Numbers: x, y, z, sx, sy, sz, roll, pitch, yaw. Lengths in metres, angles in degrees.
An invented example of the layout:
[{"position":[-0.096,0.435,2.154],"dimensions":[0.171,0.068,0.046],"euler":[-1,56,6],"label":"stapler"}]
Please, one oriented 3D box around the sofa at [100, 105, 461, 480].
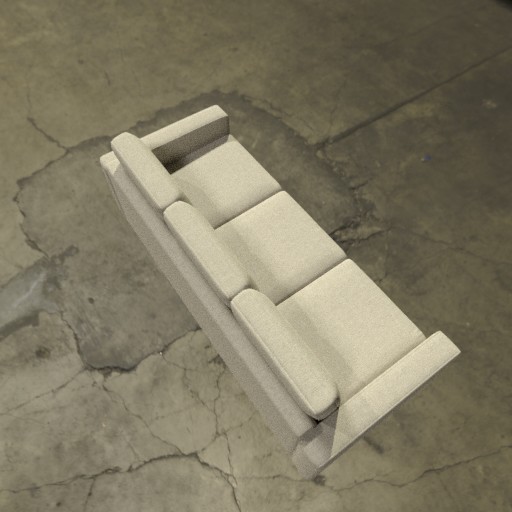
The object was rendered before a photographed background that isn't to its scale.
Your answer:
[{"position":[0.000,0.000,2.549],"dimensions":[0.900,0.800,2.160],"euler":[-31,63,-18],"label":"sofa"}]
